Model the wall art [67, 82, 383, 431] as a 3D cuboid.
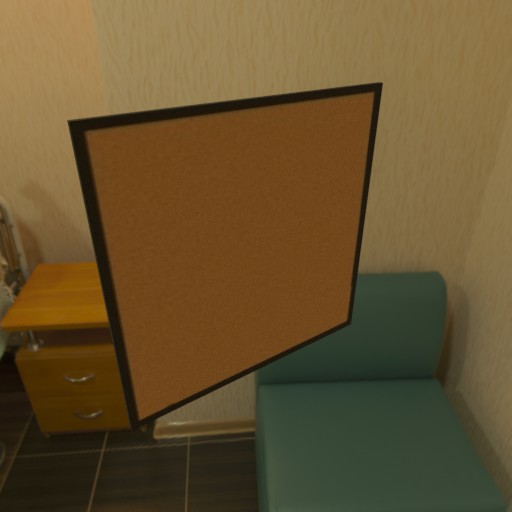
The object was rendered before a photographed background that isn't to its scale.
[{"bbox_3d":[0.000,0.000,1.207,0.823,0.823,0.013,-18,34,-29],"label":"wall art"}]
